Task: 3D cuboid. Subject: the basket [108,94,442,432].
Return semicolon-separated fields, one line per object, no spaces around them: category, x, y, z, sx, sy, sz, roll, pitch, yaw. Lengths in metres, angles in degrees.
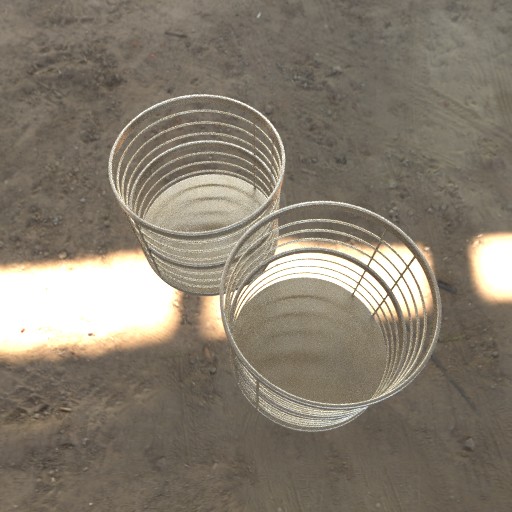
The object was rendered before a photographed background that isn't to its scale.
basket;0.000;0.000;0.940;0.356;0.351;0.746;-34;68;-16
